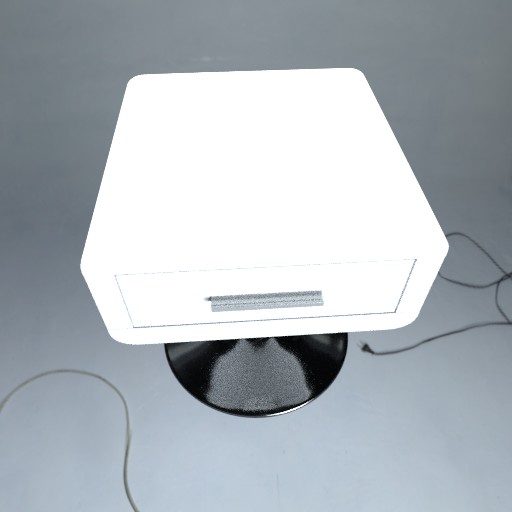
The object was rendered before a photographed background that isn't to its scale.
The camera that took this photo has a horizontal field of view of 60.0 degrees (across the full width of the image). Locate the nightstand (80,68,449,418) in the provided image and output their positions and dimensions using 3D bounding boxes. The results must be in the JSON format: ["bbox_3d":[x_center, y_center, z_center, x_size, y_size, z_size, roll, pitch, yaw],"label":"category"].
[{"bbox_3d":[0.000,0.000,0.748,0.399,0.447,0.404,-3,48,-3],"label":"nightstand"}]
